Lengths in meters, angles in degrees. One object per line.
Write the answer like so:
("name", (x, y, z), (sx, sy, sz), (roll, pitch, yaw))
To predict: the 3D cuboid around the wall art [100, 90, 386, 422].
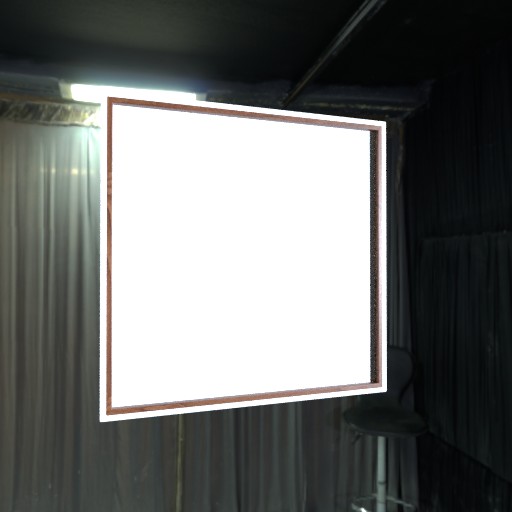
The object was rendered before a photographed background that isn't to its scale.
("wall art", (0.000, 0.000, 1.524), (1.009, 1.009, 0.049), (0, -1, -18))
